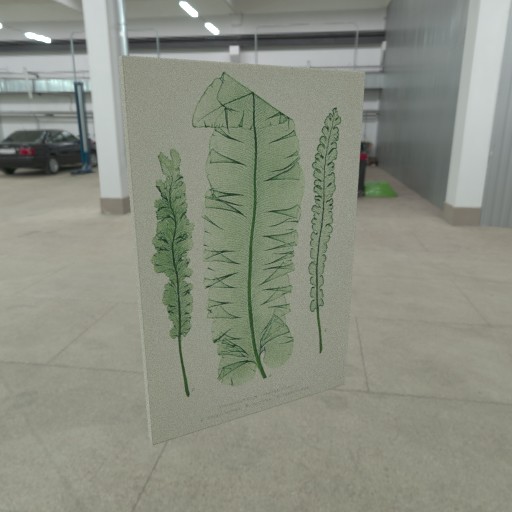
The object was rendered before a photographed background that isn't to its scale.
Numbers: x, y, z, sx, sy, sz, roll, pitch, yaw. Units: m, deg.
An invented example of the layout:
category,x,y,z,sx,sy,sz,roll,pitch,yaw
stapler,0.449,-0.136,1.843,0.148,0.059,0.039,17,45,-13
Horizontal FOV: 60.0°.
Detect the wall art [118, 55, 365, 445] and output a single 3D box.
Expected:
category,x,y,z,sx,sy,sz,roll,pitch,yaw
wall art,0.000,0.000,1.149,0.610,0.914,0.038,-8,18,-26
